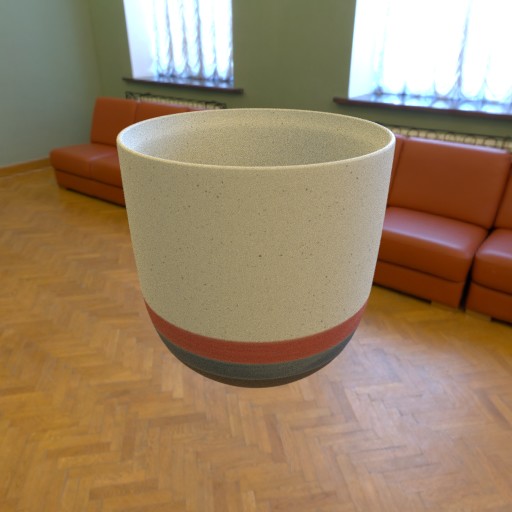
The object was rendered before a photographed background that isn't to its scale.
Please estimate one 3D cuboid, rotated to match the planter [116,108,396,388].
[{"bbox_3d":[0.000,0.000,0.384,0.204,0.214,0.204,0,27,0],"label":"planter"}]
